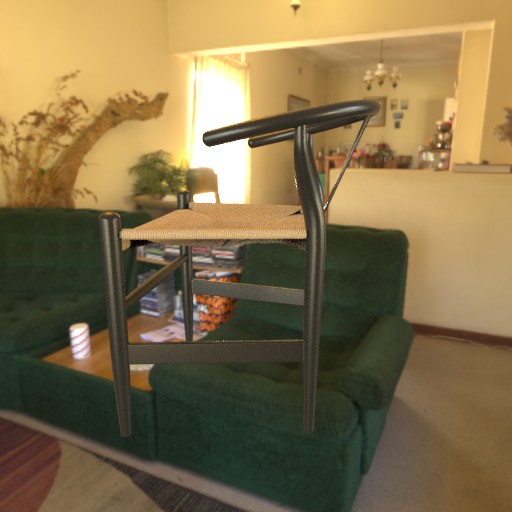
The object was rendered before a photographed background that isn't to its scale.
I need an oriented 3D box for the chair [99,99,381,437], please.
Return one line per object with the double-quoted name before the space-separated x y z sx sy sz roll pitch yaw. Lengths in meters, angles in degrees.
"chair" 0.000 0.000 1.134 0.570 0.739 0.570 2 14 8
